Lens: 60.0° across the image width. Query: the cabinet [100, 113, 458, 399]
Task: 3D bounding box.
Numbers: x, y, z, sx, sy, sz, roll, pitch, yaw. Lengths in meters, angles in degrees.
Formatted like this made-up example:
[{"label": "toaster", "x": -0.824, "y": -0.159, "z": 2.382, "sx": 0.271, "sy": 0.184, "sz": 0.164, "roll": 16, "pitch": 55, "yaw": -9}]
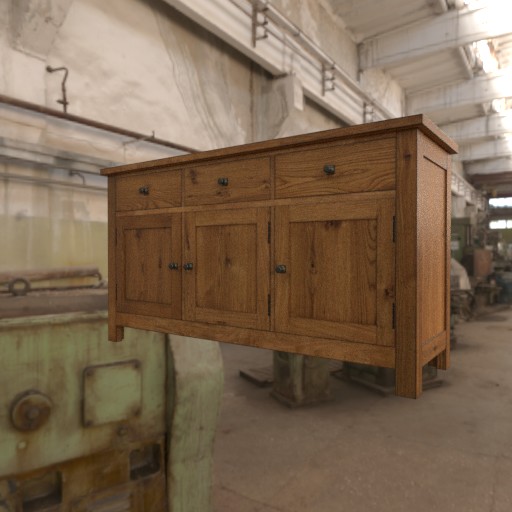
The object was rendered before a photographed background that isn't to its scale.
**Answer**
[{"label": "cabinet", "x": 0.000, "y": 0.000, "z": 1.858, "sx": 1.474, "sy": 0.813, "sz": 0.480, "roll": 1, "pitch": 1, "yaw": 35}]
